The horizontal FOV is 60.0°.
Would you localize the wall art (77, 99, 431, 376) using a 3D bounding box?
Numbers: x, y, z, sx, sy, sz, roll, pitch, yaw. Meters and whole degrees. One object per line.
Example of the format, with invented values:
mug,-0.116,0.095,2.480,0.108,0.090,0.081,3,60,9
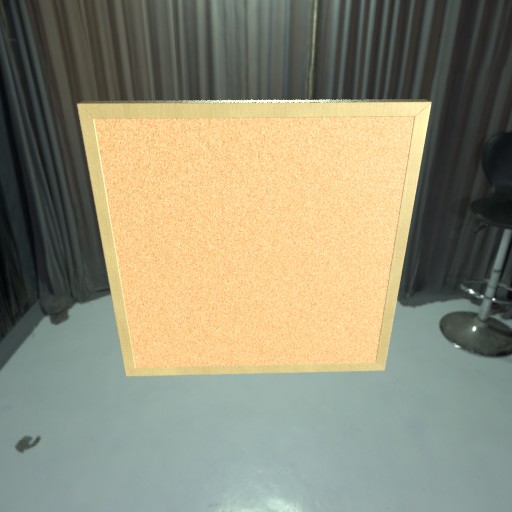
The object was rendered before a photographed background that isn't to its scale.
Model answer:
wall art,0.000,0.000,1.145,0.763,0.763,0.037,-1,28,-2
